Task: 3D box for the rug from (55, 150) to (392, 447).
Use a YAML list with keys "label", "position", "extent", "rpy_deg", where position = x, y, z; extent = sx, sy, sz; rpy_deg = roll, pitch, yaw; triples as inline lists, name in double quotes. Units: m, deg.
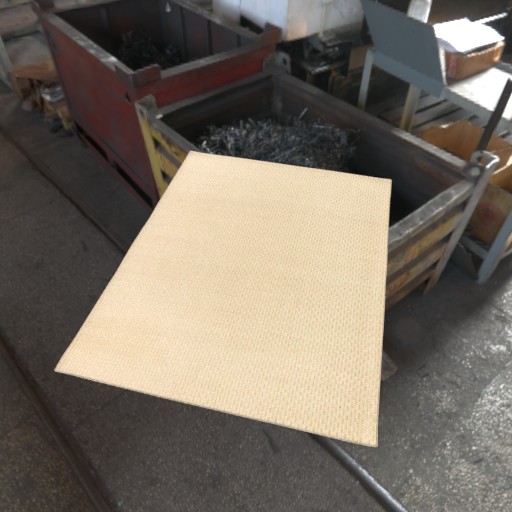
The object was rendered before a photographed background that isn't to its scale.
- label: "rug"
  position: [0.000, 0.000, 3.950]
  extent: [2.277, 0.035, 2.897]
  rpy_deg: [10, 47, 9]
